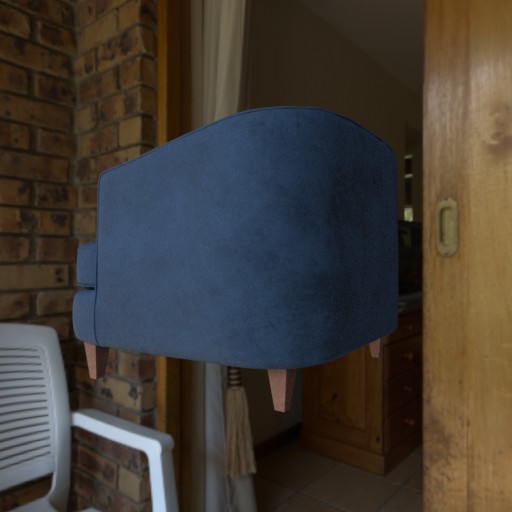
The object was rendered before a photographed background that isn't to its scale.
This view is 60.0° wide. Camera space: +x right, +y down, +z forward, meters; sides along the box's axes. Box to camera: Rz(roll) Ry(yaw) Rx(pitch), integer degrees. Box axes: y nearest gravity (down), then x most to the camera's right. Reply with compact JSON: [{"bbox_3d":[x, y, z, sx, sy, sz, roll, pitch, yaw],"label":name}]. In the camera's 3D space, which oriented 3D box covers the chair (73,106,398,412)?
[{"bbox_3d":[0.000,0.000,1.749,0.940,0.852,1.094,0,0,34],"label":"chair"}]
